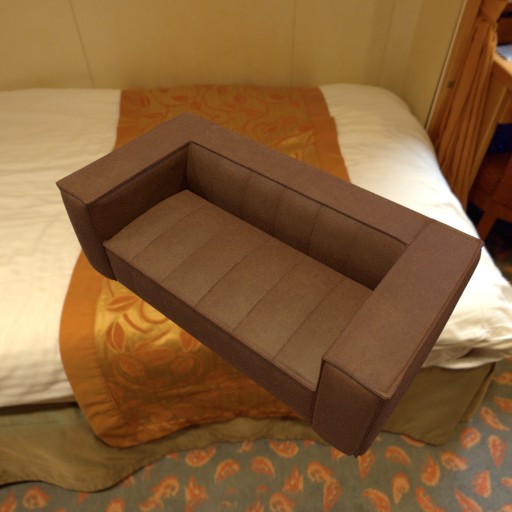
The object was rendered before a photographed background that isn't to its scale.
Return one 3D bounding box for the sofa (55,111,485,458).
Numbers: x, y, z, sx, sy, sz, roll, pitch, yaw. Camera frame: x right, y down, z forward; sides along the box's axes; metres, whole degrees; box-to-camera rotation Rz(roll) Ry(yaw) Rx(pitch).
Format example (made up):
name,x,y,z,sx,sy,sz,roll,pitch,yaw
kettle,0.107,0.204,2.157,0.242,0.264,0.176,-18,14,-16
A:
name,x,y,z,sx,sy,sz,roll,pitch,yaw
sofa,0.000,0.000,2.550,2.088,0.703,1.102,30,53,25
